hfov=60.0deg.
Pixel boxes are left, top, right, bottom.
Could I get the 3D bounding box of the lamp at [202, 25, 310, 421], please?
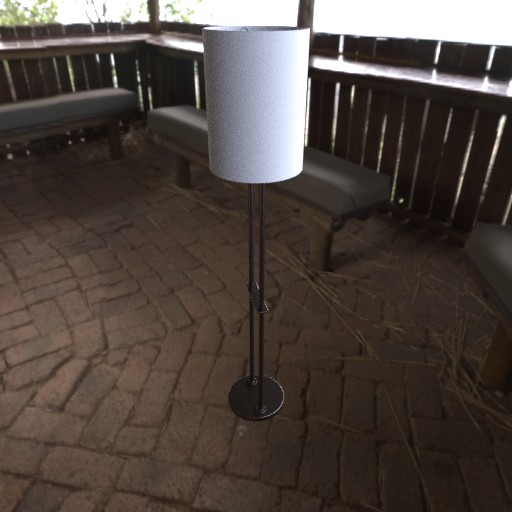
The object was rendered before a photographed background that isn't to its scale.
[{"bbox_3d":[0.000,0.000,1.637,0.305,1.500,0.306,-7,31,-12],"label":"lamp"}]
